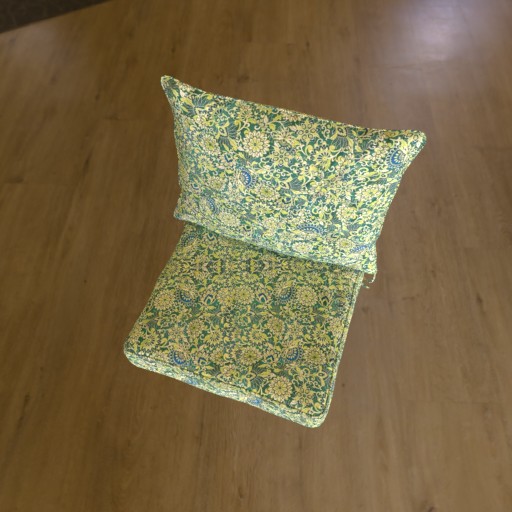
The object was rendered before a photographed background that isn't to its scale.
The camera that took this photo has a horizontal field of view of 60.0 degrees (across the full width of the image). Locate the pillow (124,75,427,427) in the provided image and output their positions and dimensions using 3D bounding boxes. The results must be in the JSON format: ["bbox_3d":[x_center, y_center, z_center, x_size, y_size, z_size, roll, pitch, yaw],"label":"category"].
[{"bbox_3d":[0.000,0.000,1.373,0.798,0.722,0.740,16,60,10],"label":"pillow"}]
